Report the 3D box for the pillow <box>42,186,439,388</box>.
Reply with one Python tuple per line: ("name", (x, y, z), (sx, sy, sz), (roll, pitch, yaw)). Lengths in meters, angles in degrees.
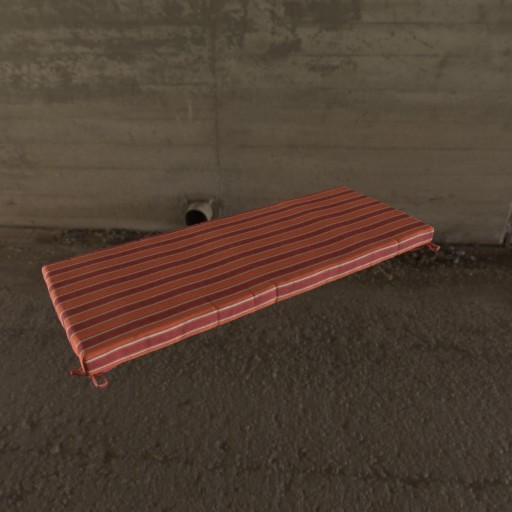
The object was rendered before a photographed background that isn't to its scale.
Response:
("pillow", (0.000, 0.000, 1.360), (1.187, 0.081, 0.492), (-18, 35, -28))
